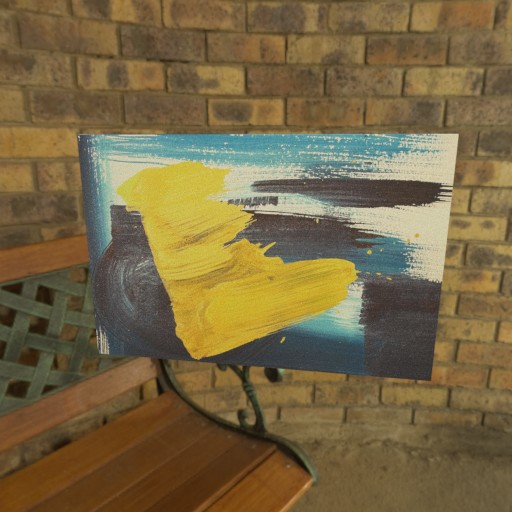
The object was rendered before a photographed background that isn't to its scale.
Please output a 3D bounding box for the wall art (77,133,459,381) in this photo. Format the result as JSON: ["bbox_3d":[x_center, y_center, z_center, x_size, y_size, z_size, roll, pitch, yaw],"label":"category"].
[{"bbox_3d":[0.000,0.000,0.766,0.609,0.406,0.033,2,15,9],"label":"wall art"}]
